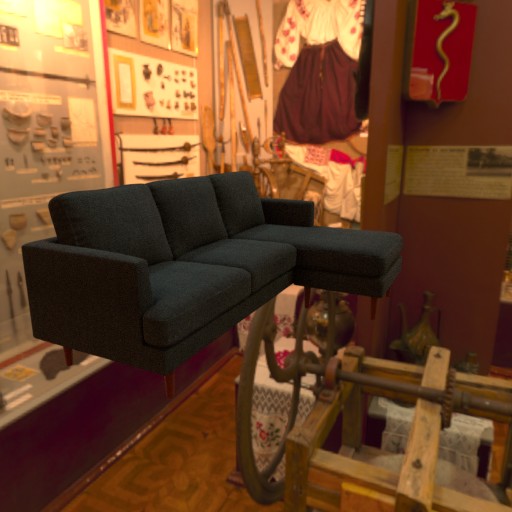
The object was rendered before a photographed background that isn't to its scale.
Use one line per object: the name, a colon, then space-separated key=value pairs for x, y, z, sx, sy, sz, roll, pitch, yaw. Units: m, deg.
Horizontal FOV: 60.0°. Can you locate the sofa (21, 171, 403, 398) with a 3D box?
sofa: x=0.000 y=0.000 z=2.869 sx=1.504 sy=0.956 sz=2.233 roll=7 pitch=16 yaw=26
